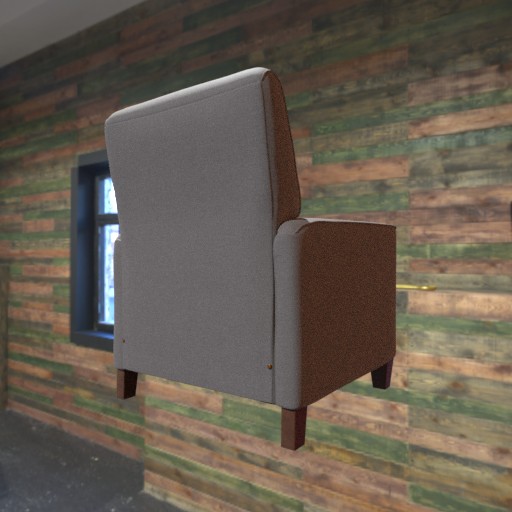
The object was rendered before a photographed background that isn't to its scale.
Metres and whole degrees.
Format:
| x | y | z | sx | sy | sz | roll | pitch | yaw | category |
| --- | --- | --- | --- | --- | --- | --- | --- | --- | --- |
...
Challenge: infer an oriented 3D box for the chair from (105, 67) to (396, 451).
| x | y | z | sx | sy | sz | roll | pitch | yaw | category |
| --- | --- | --- | --- | --- | --- | --- | --- | --- | --- |
| 0.000 | 0.000 | 1.652 | 0.845 | 1.023 | 0.859 | 0 | 0 | 36 | chair |
